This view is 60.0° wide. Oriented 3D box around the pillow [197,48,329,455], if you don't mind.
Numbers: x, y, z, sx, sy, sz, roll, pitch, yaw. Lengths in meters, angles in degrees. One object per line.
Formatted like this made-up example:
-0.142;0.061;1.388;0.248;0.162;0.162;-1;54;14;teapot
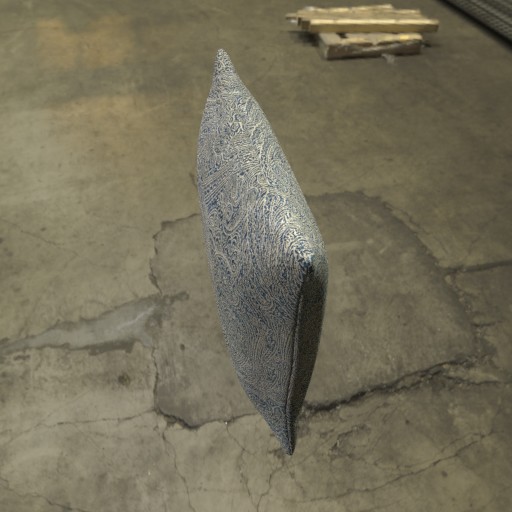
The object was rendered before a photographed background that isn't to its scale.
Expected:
0.000;0.000;0.779;0.166;0.510;0.523;-9;48;-9;pillow
